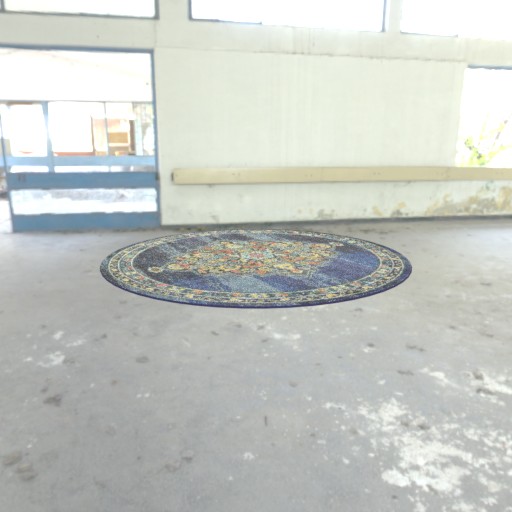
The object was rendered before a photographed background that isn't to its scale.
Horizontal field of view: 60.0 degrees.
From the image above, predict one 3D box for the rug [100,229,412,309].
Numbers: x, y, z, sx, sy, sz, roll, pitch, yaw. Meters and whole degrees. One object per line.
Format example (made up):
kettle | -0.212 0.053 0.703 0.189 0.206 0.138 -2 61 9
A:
rug | 0.000 0.000 3.578 2.386 0.014 2.386 0 14 0
